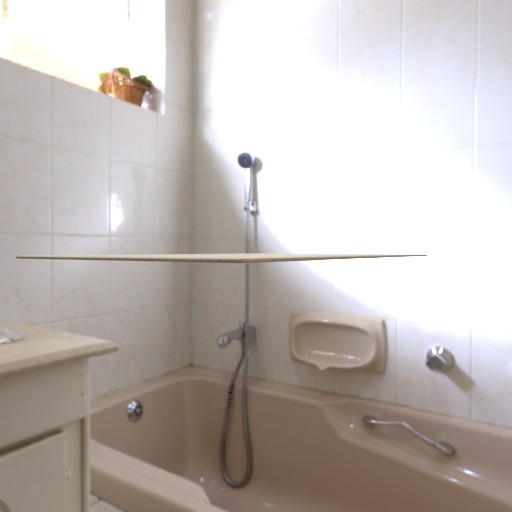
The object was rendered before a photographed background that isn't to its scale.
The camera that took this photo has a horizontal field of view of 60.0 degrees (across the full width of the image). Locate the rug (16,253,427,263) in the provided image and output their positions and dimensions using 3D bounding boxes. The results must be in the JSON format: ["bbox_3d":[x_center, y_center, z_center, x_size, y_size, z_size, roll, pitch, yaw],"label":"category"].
[{"bbox_3d":[0.000,0.000,2.289,1.238,0.014,1.848,0,1,36],"label":"rug"}]
